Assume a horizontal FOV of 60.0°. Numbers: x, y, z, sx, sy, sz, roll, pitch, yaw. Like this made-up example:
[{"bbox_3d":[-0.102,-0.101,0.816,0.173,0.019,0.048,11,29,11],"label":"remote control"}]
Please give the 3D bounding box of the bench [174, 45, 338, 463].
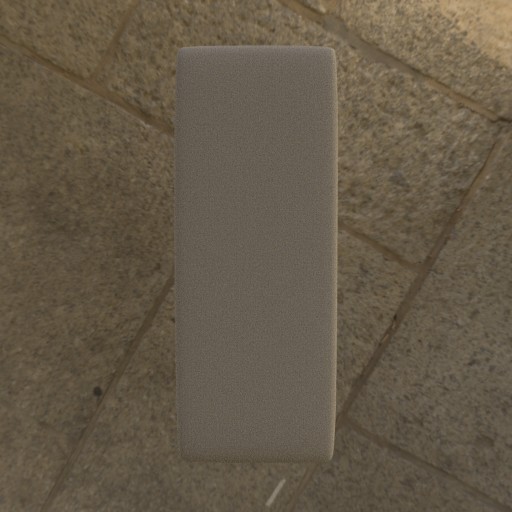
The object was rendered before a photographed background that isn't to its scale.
[{"bbox_3d":[0.000,0.000,1.872,0.646,0.393,1.609,0,92,0],"label":"bench"}]
